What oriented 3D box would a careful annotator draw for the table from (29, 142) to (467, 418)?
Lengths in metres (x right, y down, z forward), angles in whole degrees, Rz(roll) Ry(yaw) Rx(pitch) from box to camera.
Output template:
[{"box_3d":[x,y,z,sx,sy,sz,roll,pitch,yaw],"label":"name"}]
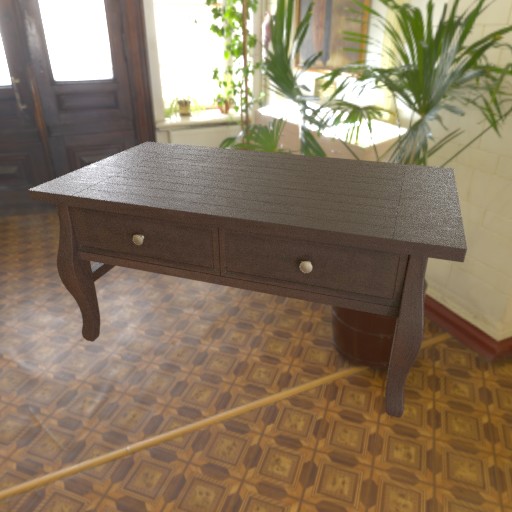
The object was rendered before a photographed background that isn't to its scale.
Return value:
[{"box_3d":[0.000,0.000,1.364,1.062,0.494,0.600,9,29,17],"label":"table"}]
